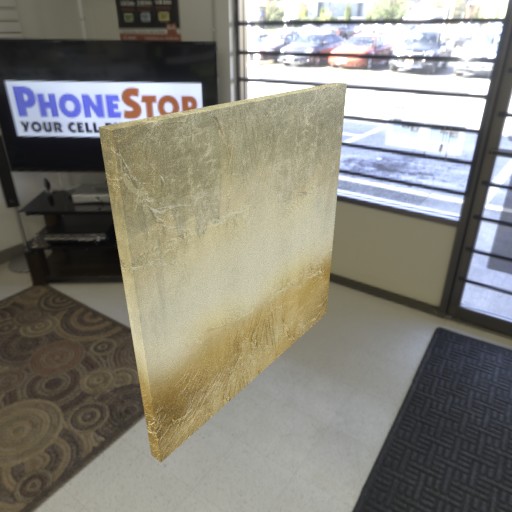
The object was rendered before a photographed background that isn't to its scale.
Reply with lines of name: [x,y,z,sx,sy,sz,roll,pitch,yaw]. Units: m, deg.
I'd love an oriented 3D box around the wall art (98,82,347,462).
wall art: [0.000,0.000,1.621,0.051,1.091,1.092,20,34,33]
